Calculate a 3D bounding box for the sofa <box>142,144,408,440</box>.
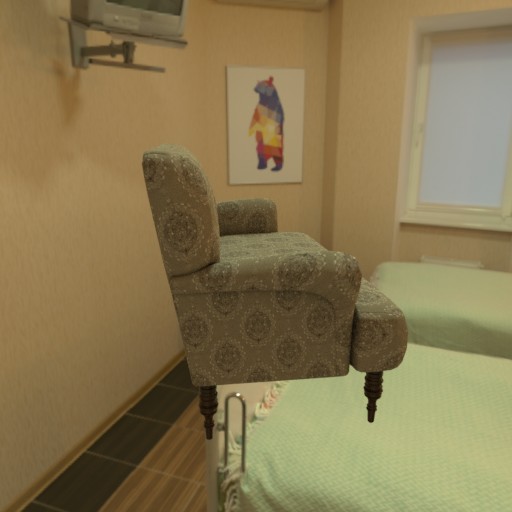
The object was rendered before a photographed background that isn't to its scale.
[{"bbox_3d":[0.000,0.000,1.837,0.779,0.889,1.297,-2,15,-9],"label":"sofa"}]
